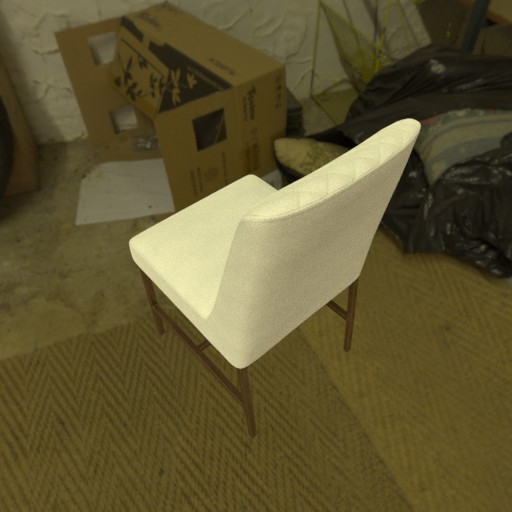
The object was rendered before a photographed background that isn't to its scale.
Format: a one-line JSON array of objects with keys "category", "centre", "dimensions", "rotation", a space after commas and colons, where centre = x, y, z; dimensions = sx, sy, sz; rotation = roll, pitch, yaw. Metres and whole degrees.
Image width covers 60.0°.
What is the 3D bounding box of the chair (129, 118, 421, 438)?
[{"category": "chair", "centre": [0.000, 0.000, 1.271], "dimensions": [0.503, 0.933, 0.597], "rotation": [-33, 55, -27]}]
